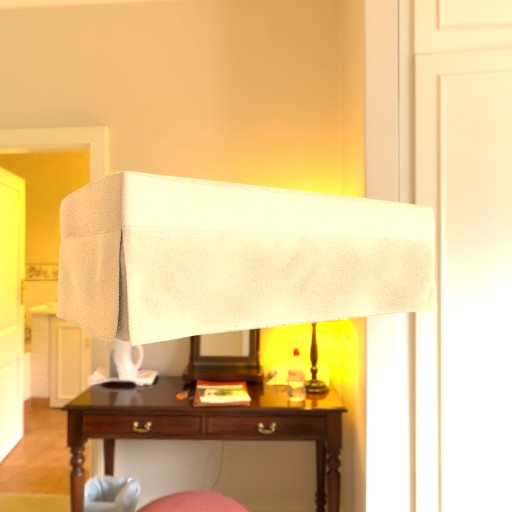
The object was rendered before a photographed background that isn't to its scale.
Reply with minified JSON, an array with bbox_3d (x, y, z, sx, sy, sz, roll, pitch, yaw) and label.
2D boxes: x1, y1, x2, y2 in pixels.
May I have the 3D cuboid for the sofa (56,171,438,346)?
[{"bbox_3d":[0.000,0.000,2.156,1.677,0.552,0.939,0,-1,-35],"label":"sofa"}]
